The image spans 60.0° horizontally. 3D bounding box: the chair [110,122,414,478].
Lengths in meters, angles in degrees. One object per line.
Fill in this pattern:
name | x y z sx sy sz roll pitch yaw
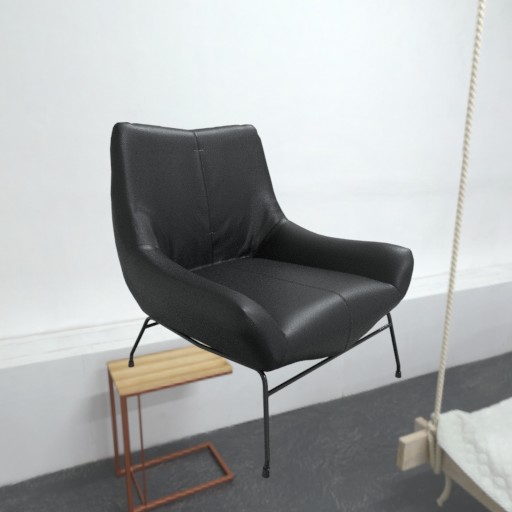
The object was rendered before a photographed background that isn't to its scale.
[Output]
chair | 0.000 0.000 1.583 0.836 0.922 0.826 -15 21 -43
